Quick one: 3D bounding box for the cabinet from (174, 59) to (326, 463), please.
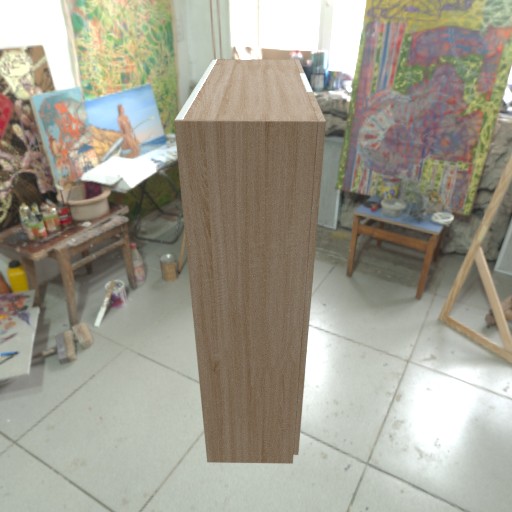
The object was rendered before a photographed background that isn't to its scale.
[{"bbox_3d":[0.000,0.000,2.846,0.590,2.120,1.500,0,32,1],"label":"cabinet"}]
